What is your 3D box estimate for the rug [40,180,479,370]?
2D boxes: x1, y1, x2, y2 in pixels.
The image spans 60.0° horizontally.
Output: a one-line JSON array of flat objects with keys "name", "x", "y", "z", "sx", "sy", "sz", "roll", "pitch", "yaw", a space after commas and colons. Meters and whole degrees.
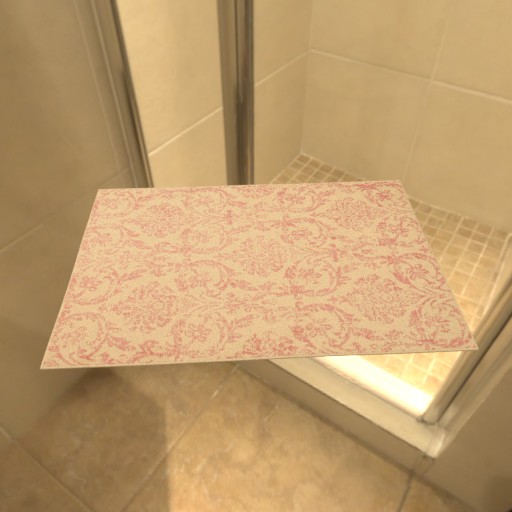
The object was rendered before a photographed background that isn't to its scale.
[{"name": "rug", "x": 0.000, "y": 0.000, "z": 3.400, "sx": 2.746, "sy": 0.018, "sz": 1.819, "roll": -2, "pitch": 46, "yaw": -2}]
